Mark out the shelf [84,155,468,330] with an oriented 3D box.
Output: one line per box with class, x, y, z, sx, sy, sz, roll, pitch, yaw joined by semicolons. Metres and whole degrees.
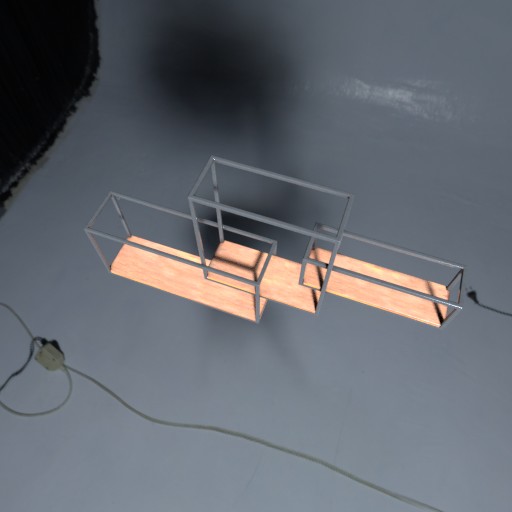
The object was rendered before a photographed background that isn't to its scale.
shelf;0.000;0.000;2.151;1.781;0.972;0.275;17;60;10
